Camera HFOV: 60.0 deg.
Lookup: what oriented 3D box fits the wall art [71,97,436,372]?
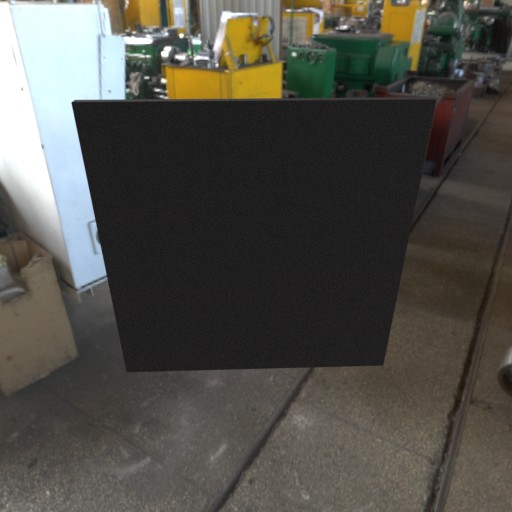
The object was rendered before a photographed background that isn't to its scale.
[{"bbox_3d":[0.000,0.000,0.675,0.456,0.458,0.013,-1,31,-2],"label":"wall art"}]
